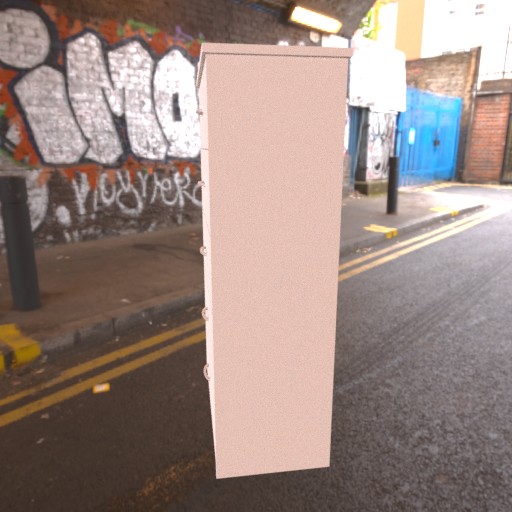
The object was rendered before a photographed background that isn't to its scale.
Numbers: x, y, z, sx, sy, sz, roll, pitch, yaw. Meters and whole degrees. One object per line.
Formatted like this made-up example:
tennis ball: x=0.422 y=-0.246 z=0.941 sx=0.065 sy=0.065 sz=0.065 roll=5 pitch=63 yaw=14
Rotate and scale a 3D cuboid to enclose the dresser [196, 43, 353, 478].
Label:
dresser: x=0.000 y=0.000 z=1.593 sx=0.399 sy=1.255 sz=0.704 roll=-2 pitch=14 yaw=-8
